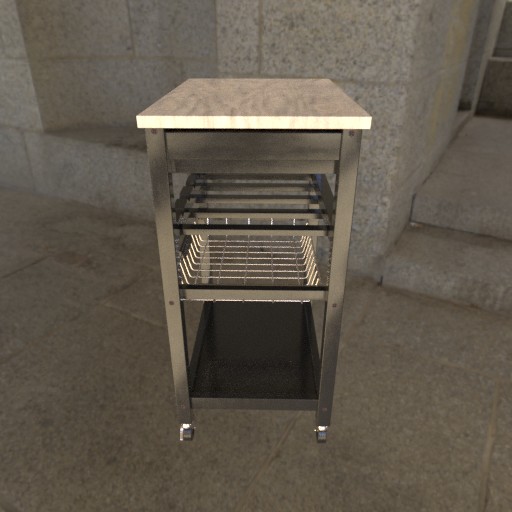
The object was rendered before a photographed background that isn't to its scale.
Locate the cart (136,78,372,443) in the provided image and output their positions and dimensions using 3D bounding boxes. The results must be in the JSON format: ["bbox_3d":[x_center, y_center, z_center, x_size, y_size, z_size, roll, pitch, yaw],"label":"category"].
[{"bbox_3d":[0.000,0.000,1.201,0.403,0.839,0.584,1,28,1],"label":"cart"}]
